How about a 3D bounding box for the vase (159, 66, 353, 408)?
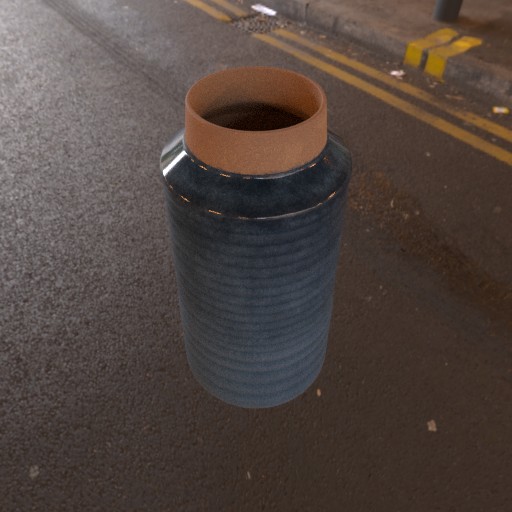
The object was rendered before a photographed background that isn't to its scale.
[{"bbox_3d":[0.000,0.000,0.416,0.163,0.316,0.163,0,46,0],"label":"vase"}]
